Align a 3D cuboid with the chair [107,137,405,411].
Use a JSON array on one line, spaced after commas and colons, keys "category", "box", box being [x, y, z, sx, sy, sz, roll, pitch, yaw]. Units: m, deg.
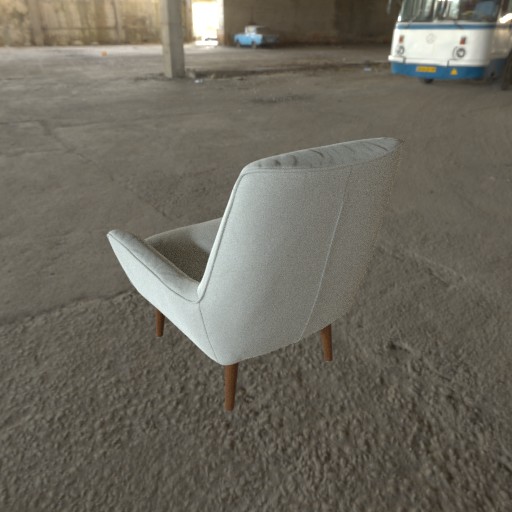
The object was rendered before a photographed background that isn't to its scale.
[{"category": "chair", "box": [0.000, 0.000, 1.521, 0.787, 0.888, 0.822, -17, 32, -29]}]
